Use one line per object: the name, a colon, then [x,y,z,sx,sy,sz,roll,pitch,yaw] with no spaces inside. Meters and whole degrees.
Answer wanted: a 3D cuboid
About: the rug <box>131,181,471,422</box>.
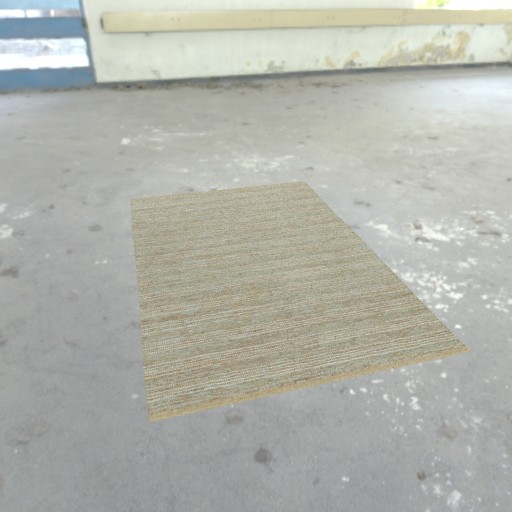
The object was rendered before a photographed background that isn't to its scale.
rug: [0.000,0.000,2.342,1.240,0.010,1.824,-8,32,-13]
